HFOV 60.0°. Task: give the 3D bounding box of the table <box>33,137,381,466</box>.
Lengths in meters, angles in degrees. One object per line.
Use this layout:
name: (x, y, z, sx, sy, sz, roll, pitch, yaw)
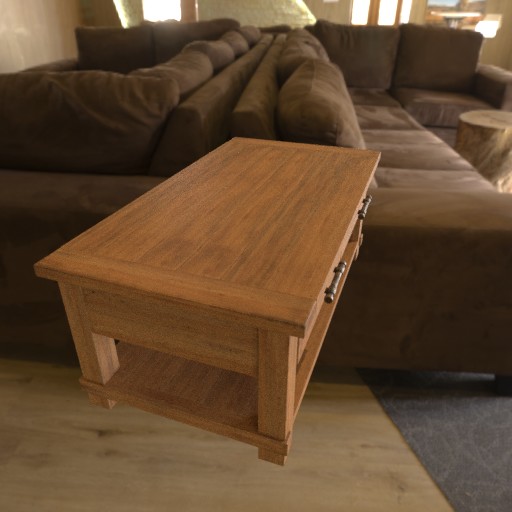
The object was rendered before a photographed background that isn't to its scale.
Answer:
table: (0.000, 0.000, 1.607, 0.693, 0.494, 1.270, 10, 31, 18)
